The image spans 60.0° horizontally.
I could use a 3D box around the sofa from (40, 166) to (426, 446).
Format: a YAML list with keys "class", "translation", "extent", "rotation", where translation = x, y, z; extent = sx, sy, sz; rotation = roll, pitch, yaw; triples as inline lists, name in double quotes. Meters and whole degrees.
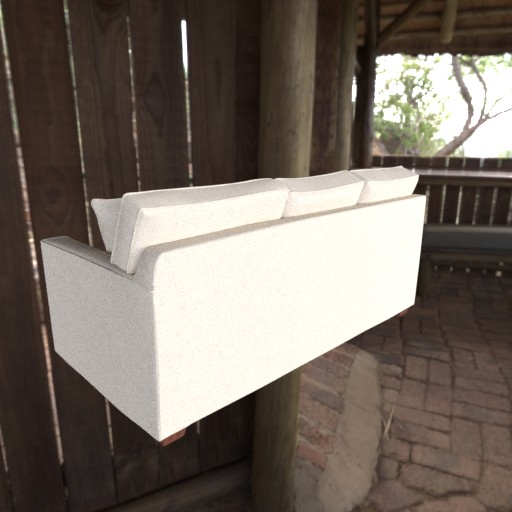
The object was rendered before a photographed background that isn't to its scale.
- class: "sofa"
  translation: [0.000, 0.000, 2.488]
  extent: [1.963, 0.946, 1.034]
  rotation: [-14, 21, -42]
